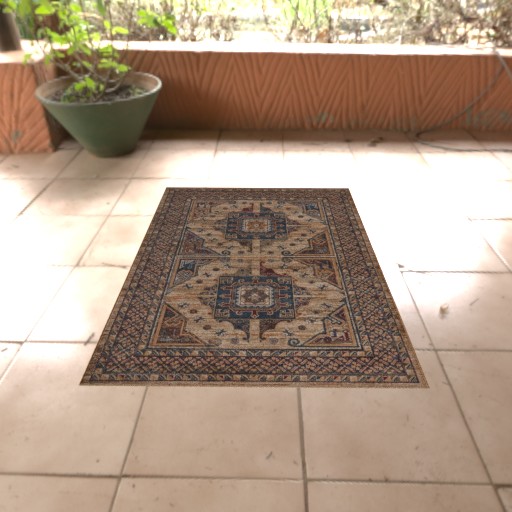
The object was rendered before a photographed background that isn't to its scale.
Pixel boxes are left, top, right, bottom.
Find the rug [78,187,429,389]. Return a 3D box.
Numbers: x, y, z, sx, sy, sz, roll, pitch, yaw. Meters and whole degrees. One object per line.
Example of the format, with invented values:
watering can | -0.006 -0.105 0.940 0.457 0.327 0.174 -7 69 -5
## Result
rug | 0.000 0.000 2.967 1.611 0.008 2.227 0 33 1
